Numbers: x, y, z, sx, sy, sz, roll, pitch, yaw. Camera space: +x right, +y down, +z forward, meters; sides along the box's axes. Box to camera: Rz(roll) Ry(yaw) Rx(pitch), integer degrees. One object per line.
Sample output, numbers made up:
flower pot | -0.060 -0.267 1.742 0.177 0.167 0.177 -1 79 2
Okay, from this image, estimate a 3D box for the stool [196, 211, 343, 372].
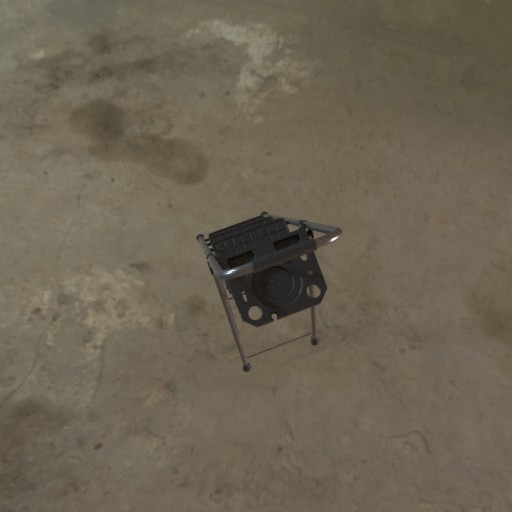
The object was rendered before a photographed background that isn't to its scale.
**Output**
stool | 0.000 0.000 1.606 0.396 1.277 0.733 -20 76 -5
